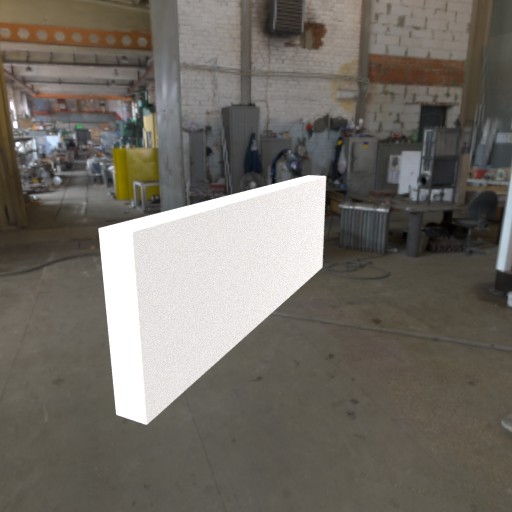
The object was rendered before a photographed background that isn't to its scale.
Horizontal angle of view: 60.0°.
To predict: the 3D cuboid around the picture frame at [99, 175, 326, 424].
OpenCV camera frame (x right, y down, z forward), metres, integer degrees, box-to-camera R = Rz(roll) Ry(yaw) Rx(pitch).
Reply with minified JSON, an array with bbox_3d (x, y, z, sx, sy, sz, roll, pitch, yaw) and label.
[{"bbox_3d":[0.000,0.000,0.870,0.050,0.250,0.759,7,17,24],"label":"picture frame"}]
